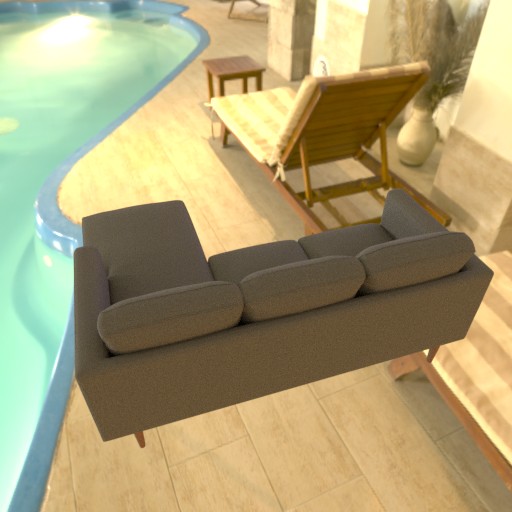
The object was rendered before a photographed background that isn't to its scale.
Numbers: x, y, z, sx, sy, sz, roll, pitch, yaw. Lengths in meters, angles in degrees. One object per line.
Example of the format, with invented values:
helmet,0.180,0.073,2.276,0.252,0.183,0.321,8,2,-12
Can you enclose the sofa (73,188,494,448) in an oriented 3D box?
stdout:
sofa,0.000,0.000,2.724,2.031,0.897,1.591,-12,41,-14
